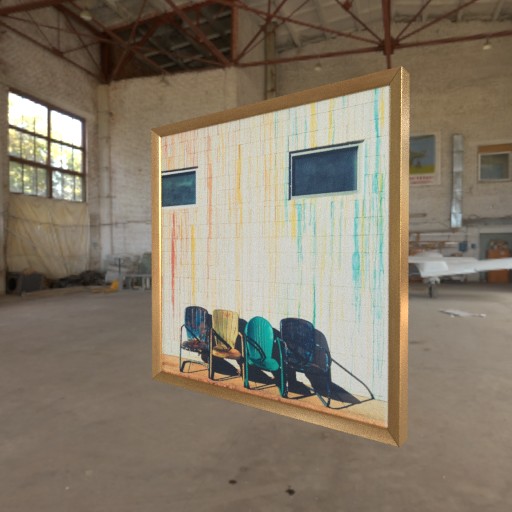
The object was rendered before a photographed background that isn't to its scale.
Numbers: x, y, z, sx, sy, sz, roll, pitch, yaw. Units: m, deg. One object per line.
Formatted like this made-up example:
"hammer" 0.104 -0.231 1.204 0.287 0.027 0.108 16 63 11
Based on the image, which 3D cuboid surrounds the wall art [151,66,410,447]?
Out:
"wall art" 0.000 0.000 0.450 0.302 0.302 0.019 1 1 37
